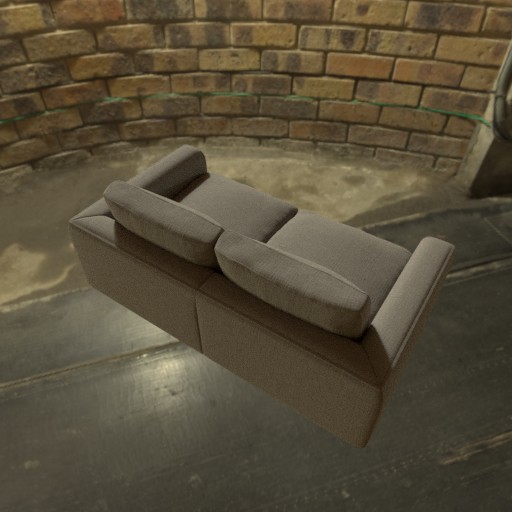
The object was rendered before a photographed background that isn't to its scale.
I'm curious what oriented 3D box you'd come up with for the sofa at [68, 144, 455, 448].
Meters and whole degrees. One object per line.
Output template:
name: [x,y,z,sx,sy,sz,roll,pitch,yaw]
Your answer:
sofa: [0.000,0.000,2.530,1.920,0.800,1.069,25,50,24]
